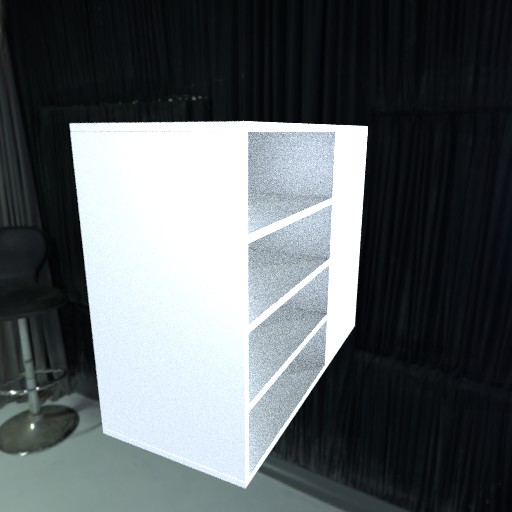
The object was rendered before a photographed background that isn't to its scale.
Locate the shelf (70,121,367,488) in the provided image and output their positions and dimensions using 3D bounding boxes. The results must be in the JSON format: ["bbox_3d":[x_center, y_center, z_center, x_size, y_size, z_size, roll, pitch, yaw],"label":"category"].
[{"bbox_3d":[0.000,0.000,1.294,0.396,0.732,0.895,8,17,25],"label":"shelf"}]
